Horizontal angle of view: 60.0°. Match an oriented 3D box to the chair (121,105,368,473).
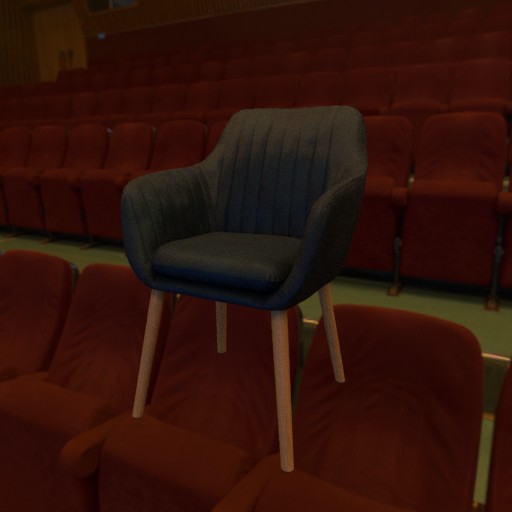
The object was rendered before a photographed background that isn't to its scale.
[{"bbox_3d":[0.000,0.000,1.239,0.578,0.826,0.573,7,16,26],"label":"chair"}]
